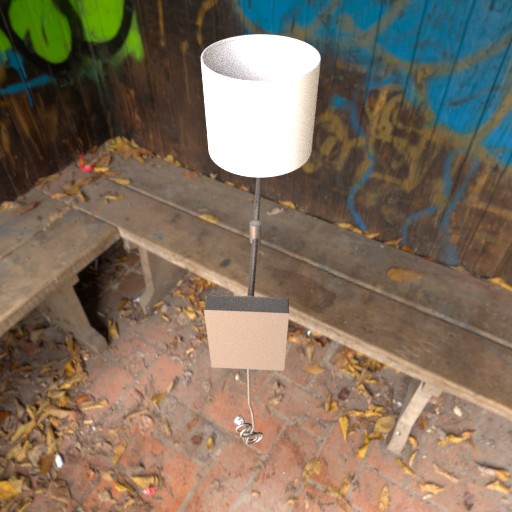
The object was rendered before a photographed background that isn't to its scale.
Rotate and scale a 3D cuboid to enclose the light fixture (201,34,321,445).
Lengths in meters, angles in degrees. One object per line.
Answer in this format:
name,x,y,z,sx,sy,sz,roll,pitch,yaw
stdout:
light fixture,0.000,0.000,0.875,0.203,0.651,0.516,2,45,2
